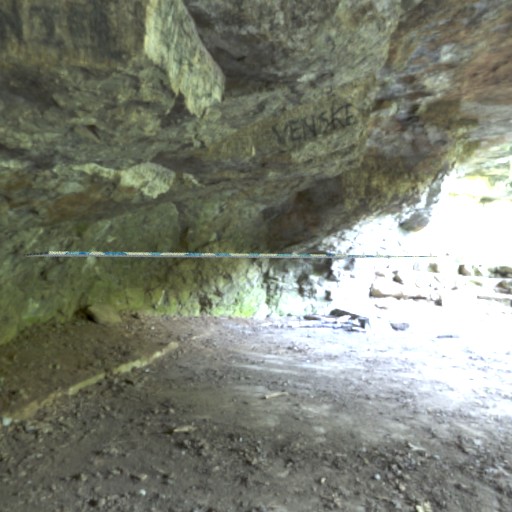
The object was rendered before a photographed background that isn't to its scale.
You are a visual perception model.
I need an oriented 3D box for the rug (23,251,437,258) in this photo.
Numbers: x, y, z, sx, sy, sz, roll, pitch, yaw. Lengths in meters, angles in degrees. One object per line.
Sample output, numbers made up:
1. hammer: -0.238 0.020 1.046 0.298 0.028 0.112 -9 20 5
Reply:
1. rug: 0.000 0.000 1.648 1.492 0.007 0.503 0 -1 -34
